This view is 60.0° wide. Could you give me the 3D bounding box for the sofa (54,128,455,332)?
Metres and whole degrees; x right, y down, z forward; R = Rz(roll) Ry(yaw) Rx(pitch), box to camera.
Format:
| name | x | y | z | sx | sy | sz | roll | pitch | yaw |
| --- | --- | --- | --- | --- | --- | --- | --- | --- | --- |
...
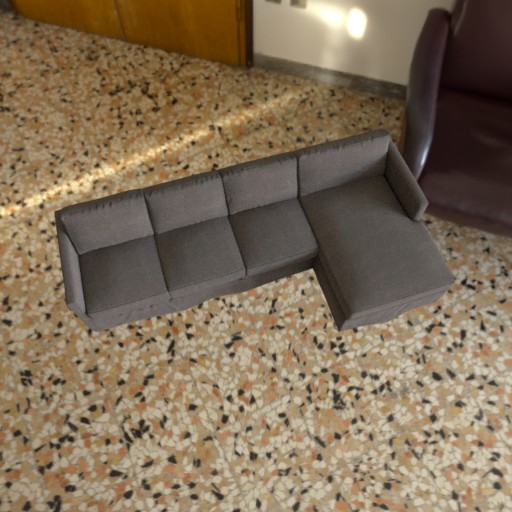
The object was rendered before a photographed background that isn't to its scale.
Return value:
| name | x | y | z | sx | sy | sz | roll | pitch | yaw |
| --- | --- | --- | --- | --- | --- | --- | --- | --- | --- |
| sofa | 0.000 | 0.000 | 3.973 | 3.205 | 0.922 | 1.650 | -16 | 64 | -8 |
